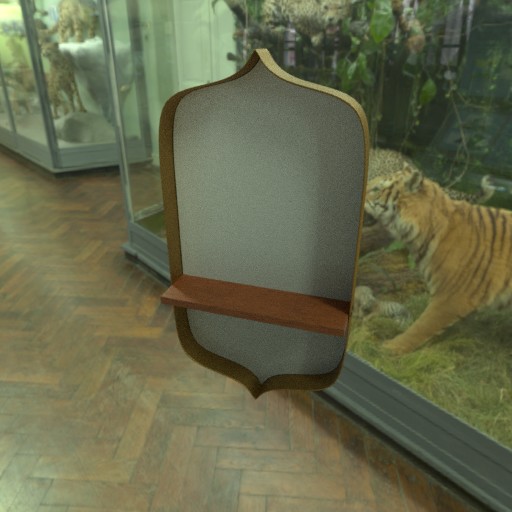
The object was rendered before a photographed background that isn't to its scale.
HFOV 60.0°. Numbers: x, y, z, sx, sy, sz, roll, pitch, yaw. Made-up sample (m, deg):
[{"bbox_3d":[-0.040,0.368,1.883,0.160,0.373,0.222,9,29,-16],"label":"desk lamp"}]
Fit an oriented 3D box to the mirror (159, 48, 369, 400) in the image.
[{"bbox_3d":[0.000,0.000,0.725,0.323,0.613,0.096,8,27,16],"label":"mirror"}]
